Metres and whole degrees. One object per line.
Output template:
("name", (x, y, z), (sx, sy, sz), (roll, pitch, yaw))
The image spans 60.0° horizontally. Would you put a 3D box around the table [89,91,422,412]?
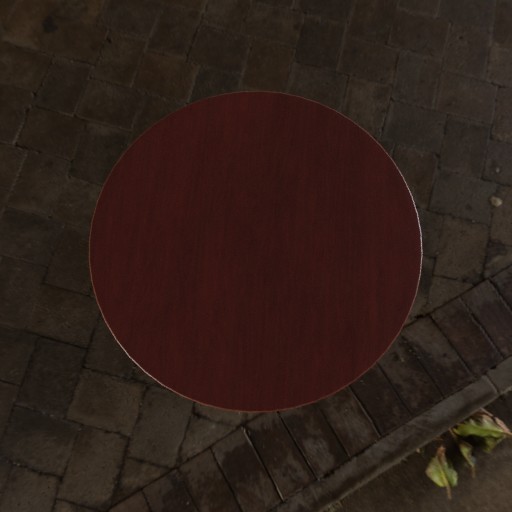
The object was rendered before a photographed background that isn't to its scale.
("table", (0.000, 0.000, 1.599), (1.029, 0.486, 1.029), (0, 76, 0))
